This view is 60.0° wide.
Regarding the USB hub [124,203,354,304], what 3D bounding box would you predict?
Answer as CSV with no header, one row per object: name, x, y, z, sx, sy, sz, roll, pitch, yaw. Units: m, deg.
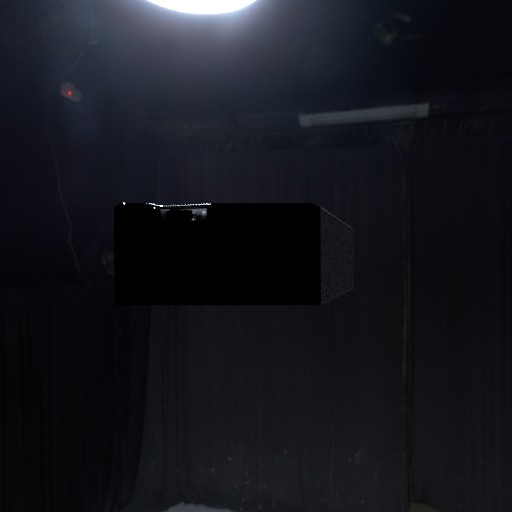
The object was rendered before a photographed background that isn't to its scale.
USB hub,0.000,0.000,0.126,0.044,0.023,0.110,0,-1,18
